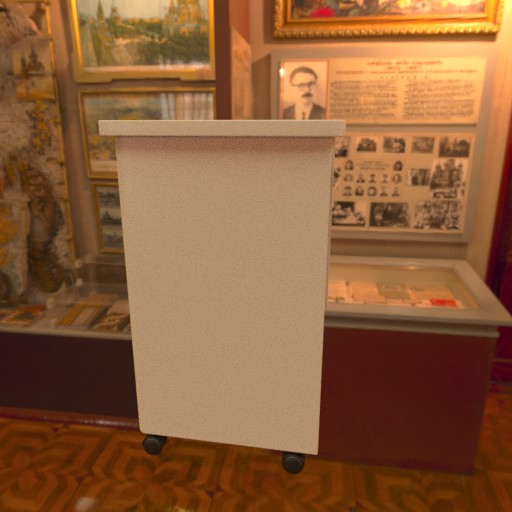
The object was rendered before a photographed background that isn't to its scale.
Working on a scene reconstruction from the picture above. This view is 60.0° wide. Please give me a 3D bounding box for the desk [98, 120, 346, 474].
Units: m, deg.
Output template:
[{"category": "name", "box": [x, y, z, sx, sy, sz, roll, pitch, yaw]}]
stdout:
[{"category": "desk", "box": [0.000, 0.000, 1.318, 0.475, 0.763, 0.877, 3, 17, 10]}]
